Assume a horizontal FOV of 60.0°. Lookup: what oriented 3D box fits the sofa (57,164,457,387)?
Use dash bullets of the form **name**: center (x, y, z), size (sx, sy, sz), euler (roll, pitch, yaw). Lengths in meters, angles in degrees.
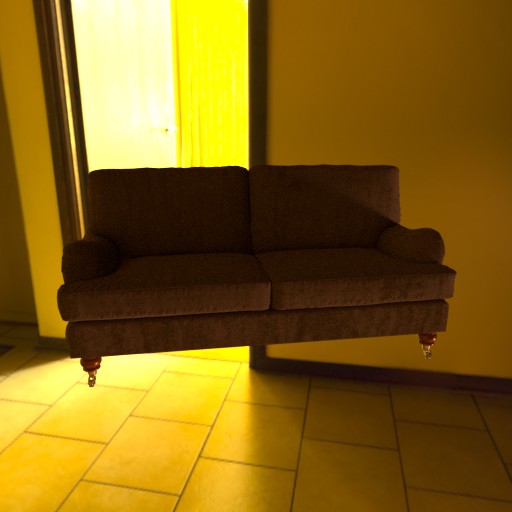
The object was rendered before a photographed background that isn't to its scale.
- **sofa**: center (0.000, 0.000, 2.790), size (2.165, 1.087, 1.086), euler (-2, 16, -8)
